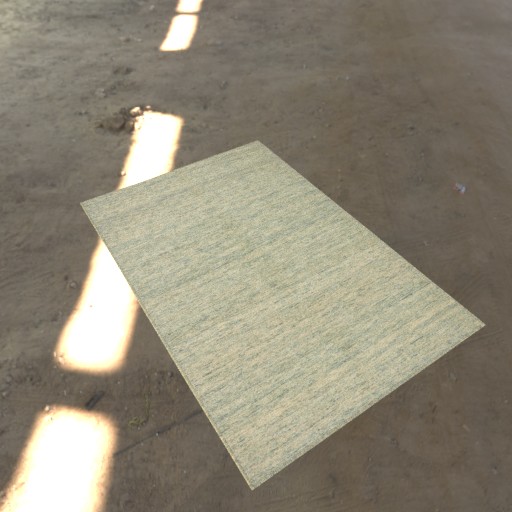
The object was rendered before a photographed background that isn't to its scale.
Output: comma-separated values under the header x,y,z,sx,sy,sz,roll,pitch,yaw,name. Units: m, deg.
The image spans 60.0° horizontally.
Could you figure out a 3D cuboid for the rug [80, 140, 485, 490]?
x,y,z,sx,sy,sz,roll,pitch,yaw,name
0.000,0.000,2.289,1.250,0.015,1.850,-25,51,-22,rug
